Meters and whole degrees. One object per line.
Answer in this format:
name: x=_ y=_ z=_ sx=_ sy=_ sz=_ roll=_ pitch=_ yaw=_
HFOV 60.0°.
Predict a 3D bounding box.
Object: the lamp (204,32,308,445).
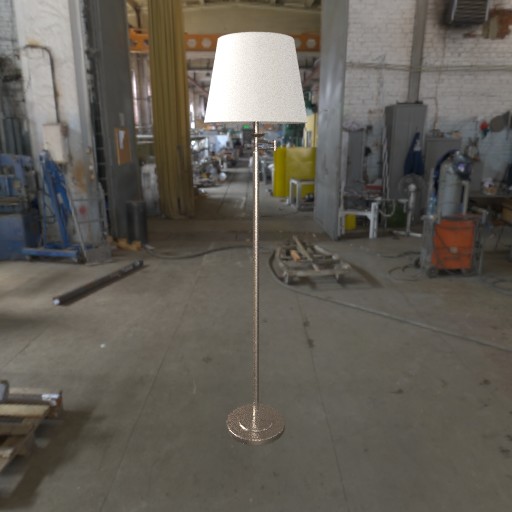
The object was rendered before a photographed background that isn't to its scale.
lamp: x=0.000 y=0.000 z=1.656 sx=0.355 sy=1.473 sz=0.355 roll=0 pitch=15 yaw=0
